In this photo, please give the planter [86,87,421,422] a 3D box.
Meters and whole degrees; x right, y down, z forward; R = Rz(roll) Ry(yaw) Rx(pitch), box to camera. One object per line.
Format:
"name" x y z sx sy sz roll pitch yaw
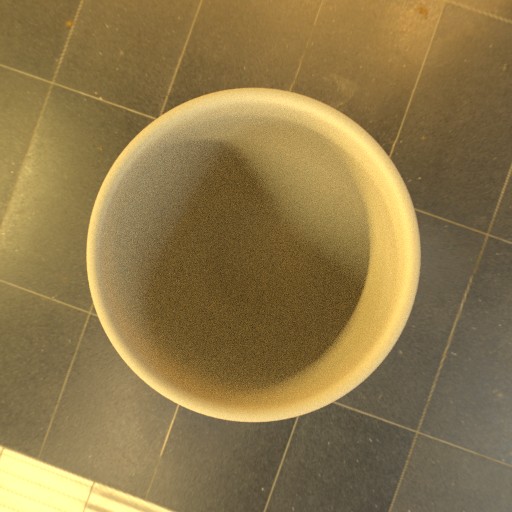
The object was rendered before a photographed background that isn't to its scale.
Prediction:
"planter" 0.000 0.000 0.215 0.124 0.109 0.124 0 89 2
